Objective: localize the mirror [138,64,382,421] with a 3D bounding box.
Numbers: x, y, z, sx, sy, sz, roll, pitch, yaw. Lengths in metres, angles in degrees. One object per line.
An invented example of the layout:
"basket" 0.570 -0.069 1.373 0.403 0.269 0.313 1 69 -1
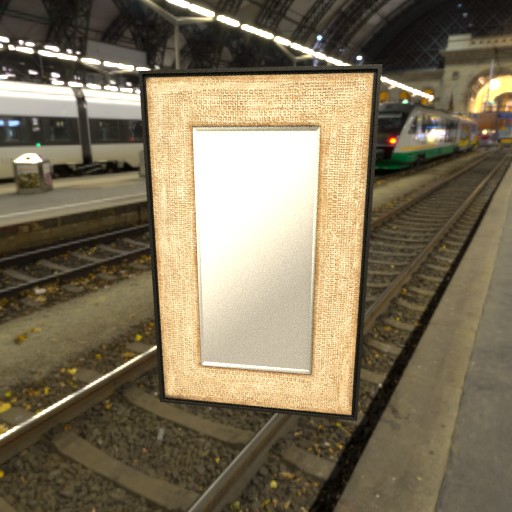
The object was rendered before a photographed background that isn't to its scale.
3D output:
"mirror" 0.000 0.000 1.550 0.762 1.219 0.038 2 16 9
